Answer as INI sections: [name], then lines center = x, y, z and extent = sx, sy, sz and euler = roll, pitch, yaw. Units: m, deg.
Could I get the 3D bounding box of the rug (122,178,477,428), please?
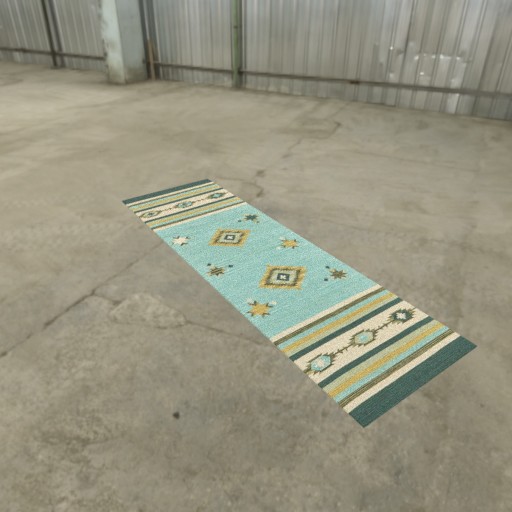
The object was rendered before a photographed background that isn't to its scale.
[rug]
center = 0.000, 0.000, 2.687
extent = 0.744, 0.010, 2.441
euler = -21, 38, -29
